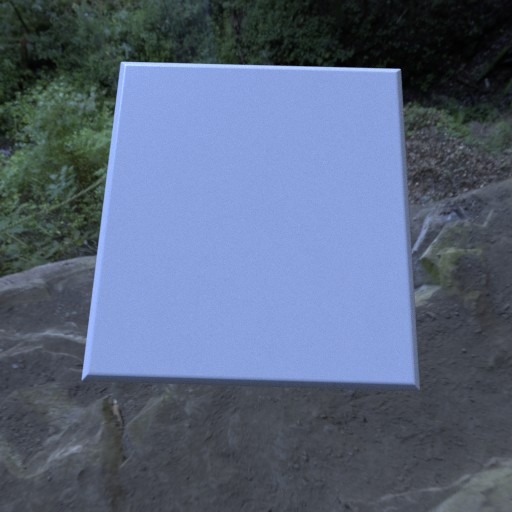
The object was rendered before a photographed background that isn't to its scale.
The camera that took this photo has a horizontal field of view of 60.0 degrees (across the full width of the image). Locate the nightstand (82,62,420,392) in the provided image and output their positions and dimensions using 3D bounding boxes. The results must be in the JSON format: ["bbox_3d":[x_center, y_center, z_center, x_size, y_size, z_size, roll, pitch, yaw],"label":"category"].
[{"bbox_3d":[0.000,0.000,0.926,0.459,0.555,0.505,2,76,0],"label":"nightstand"}]
